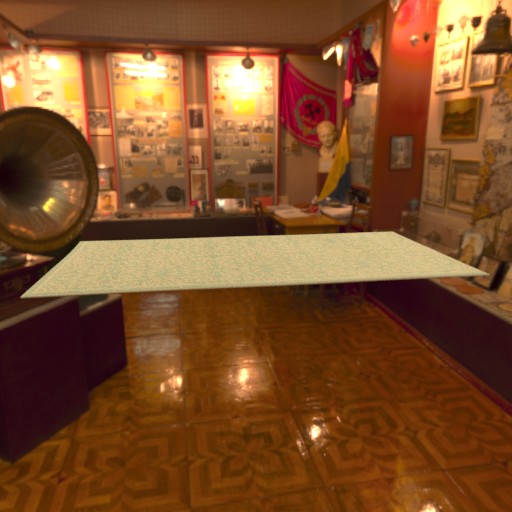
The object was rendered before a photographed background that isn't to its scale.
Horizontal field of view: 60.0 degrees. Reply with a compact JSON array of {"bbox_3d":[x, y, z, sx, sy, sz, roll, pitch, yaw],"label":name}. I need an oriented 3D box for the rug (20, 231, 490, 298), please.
[{"bbox_3d":[0.000,0.000,1.424,1.219,0.007,0.604,-2,15,-8],"label":"rug"}]
